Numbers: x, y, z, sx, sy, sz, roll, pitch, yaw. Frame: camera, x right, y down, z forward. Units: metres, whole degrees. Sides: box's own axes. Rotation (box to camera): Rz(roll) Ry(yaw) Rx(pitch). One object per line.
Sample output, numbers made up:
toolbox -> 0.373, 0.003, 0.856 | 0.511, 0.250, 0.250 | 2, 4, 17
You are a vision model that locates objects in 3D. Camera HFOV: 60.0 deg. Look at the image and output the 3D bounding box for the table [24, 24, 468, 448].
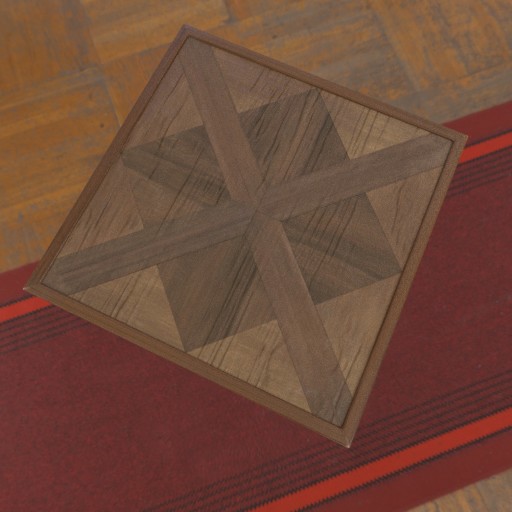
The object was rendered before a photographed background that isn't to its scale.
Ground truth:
table -> 0.000, 0.000, 0.935 | 0.503, 0.563, 0.503 | 24, 77, 6
